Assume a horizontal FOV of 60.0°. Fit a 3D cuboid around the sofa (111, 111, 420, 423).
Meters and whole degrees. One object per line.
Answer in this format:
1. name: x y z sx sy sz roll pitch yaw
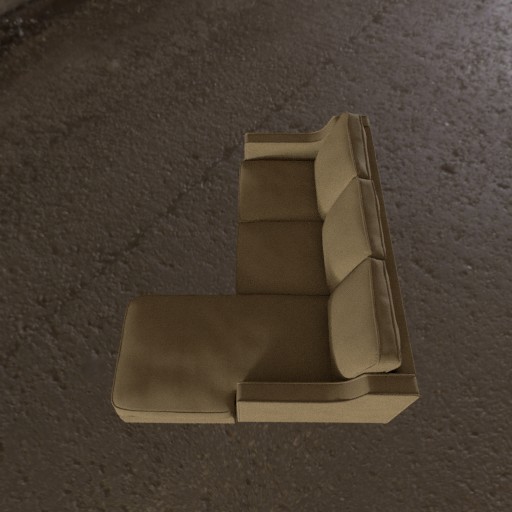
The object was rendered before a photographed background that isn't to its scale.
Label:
1. sofa: 0.000 0.000 3.350 1.858 1.066 2.317 0 58 0
